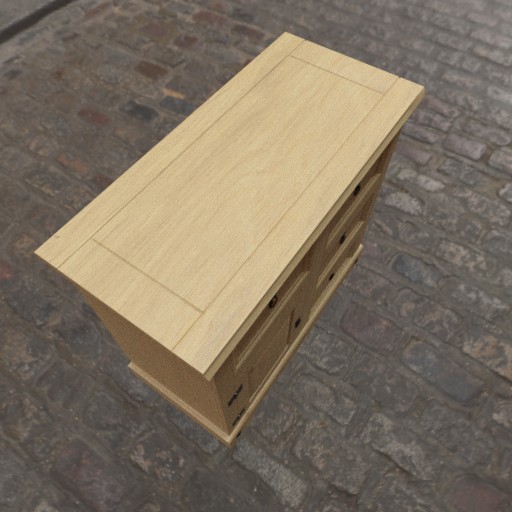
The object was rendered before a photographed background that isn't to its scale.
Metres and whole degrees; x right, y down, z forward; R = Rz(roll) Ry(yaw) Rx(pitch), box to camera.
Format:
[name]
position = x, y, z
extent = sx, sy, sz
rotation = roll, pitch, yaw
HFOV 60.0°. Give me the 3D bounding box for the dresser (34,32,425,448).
[dresser]
position = 0.000, 0.000, 1.363
extent = 0.440, 0.835, 0.915
rotation = 31, 63, 18
